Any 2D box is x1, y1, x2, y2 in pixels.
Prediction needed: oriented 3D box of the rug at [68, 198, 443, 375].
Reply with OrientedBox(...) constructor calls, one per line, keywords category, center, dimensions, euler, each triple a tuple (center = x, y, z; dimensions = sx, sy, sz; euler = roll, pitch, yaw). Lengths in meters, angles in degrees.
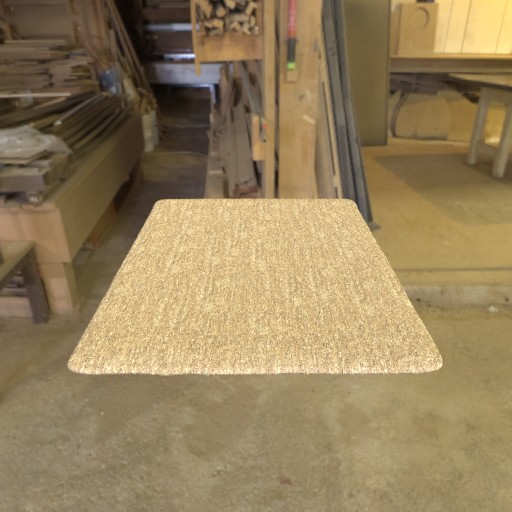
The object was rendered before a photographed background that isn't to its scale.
OrientedBox(category="rug", center=(0.000, 0.000, 3.798), dimensions=(2.242, 0.050, 2.873), euler=(0, 27, 0))
